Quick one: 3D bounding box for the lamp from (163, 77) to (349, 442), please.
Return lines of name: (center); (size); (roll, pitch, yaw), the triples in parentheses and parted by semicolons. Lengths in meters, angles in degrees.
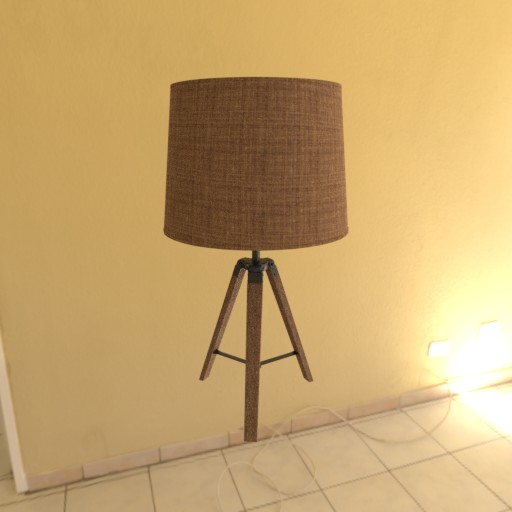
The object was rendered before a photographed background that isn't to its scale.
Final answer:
lamp: (0.000, 0.000, 0.719); (0.290, 0.514, 0.290); (0, 16, 0)
